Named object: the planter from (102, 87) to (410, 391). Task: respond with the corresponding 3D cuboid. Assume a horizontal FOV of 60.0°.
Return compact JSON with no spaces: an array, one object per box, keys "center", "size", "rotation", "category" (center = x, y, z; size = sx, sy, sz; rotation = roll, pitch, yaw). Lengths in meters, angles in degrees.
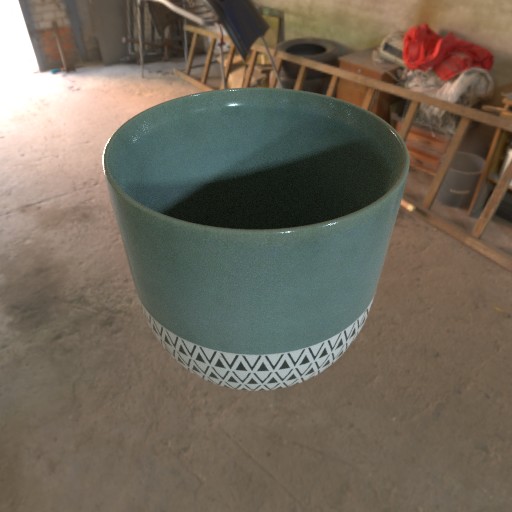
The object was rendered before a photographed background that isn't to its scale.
[{"center":[0.000,0.000,0.483],"size":[0.266,0.270,0.266],"rotation":[0,41,0],"category":"planter"}]
